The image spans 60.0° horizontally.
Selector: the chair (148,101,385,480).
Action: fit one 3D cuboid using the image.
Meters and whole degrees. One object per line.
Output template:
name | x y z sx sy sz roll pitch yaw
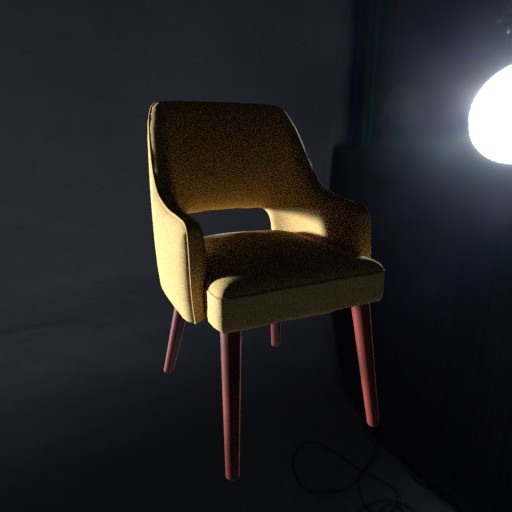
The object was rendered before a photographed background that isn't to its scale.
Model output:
chair | 0.000 0.000 1.238 0.548 0.849 0.605 -8 17 -26
